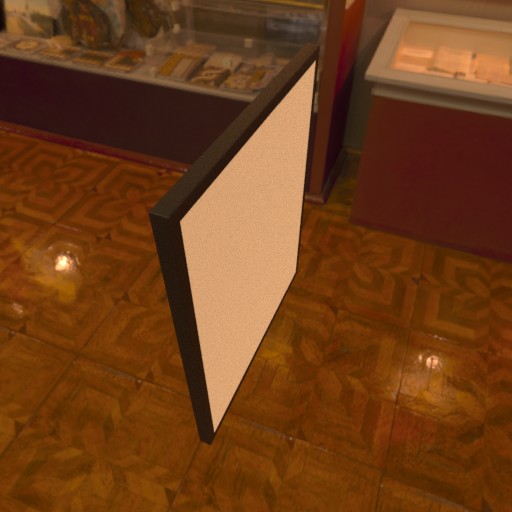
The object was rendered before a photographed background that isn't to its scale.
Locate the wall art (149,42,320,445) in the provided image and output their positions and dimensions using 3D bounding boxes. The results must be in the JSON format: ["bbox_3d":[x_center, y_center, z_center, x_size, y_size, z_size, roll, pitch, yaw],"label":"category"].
[{"bbox_3d":[0.000,0.000,0.710,0.021,0.509,0.430,17,48,16],"label":"wall art"}]
